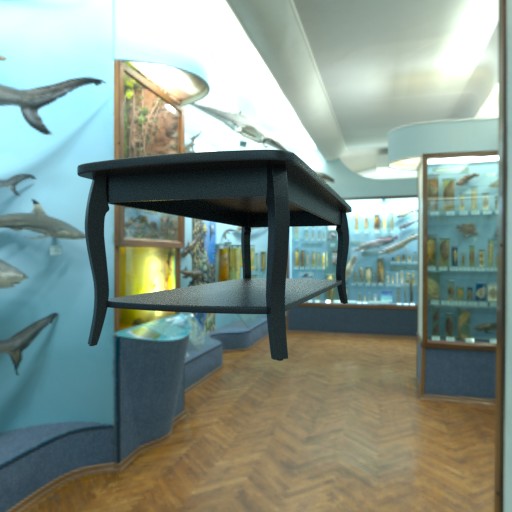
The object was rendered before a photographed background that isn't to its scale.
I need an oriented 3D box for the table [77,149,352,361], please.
[{"bbox_3d":[0.000,0.000,1.619,0.571,0.457,1.333,0,0,18],"label":"table"}]
